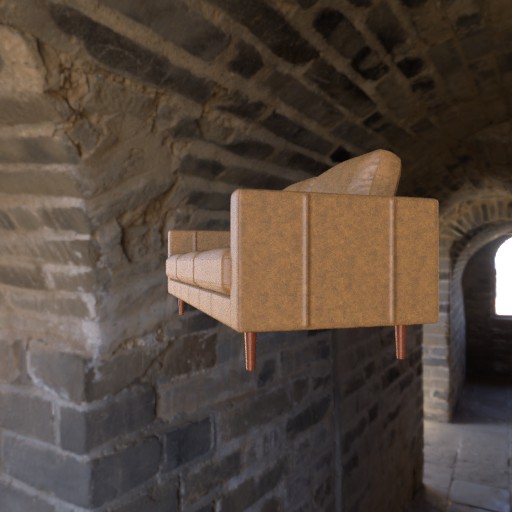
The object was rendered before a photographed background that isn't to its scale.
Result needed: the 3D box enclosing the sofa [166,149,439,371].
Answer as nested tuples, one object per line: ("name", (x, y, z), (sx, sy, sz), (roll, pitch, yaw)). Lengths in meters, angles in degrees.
("sofa", (0.000, 0.000, 2.774), (0.903, 0.930, 2.231), (0, -1, -18))
